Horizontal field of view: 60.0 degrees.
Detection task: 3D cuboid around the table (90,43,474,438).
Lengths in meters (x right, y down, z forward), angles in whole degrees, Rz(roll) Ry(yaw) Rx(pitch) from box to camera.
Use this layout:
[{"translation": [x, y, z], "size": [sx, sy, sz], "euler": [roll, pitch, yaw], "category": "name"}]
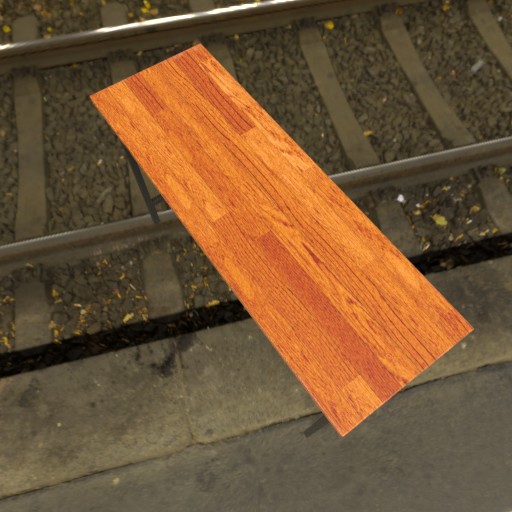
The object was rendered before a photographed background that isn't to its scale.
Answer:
[{"translation": [0.000, 0.000, 1.540], "size": [0.408, 0.740, 1.204], "euler": [-33, 68, -15], "category": "table"}]
